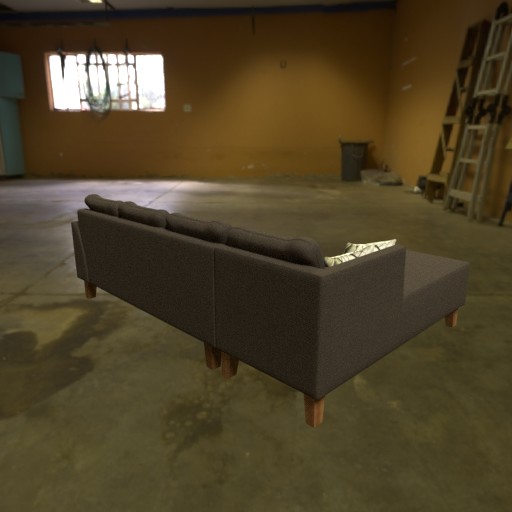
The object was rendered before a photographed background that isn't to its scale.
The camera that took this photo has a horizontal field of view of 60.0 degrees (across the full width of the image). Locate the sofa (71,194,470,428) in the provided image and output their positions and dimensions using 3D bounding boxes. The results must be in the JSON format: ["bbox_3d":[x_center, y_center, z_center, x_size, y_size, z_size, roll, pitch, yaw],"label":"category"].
[{"bbox_3d":[0.000,0.000,3.559,1.829,0.932,2.679,-15,21,-43],"label":"sofa"}]
